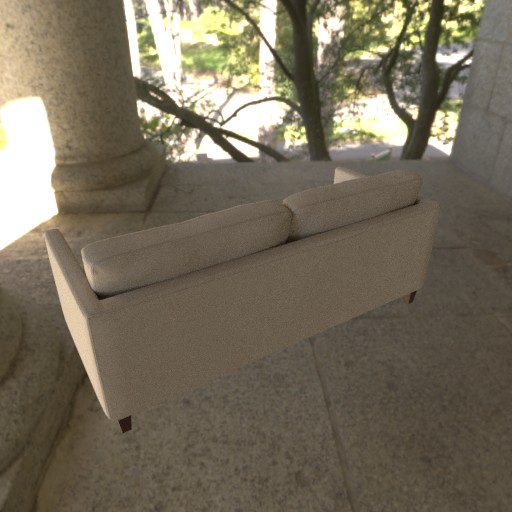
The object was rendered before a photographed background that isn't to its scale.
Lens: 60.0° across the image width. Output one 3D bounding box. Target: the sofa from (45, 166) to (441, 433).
[{"bbox_3d":[0.000,0.000,2.697,2.181,0.932,0.948,-17,33,-28],"label":"sofa"}]
